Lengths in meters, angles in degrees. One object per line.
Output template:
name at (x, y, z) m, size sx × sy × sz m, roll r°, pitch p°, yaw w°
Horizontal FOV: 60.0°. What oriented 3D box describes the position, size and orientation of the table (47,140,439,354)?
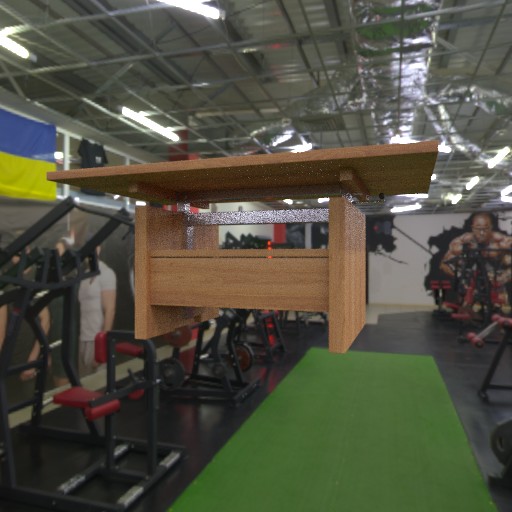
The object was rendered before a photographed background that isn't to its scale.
table at (0.000, 0.000, 1.489) m, size 1.100 × 0.510 × 0.700 m, roll 0°, pitch 0°, yaw 19°
